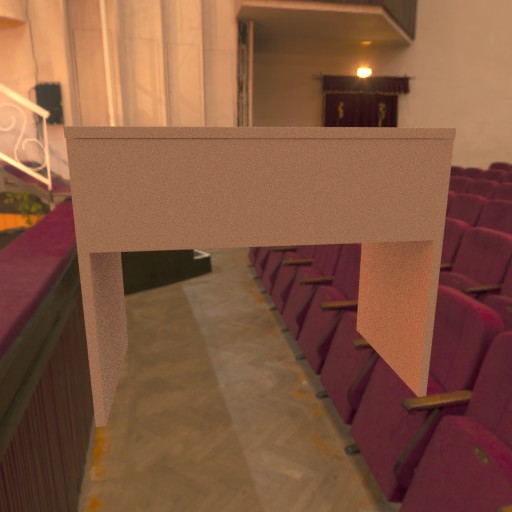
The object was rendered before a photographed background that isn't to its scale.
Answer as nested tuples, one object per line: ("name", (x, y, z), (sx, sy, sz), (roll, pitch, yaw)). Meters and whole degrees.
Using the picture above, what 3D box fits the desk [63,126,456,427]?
("desk", (0.000, 0.000, 1.330), (0.900, 0.729, 0.498), (-2, 15, -9))
